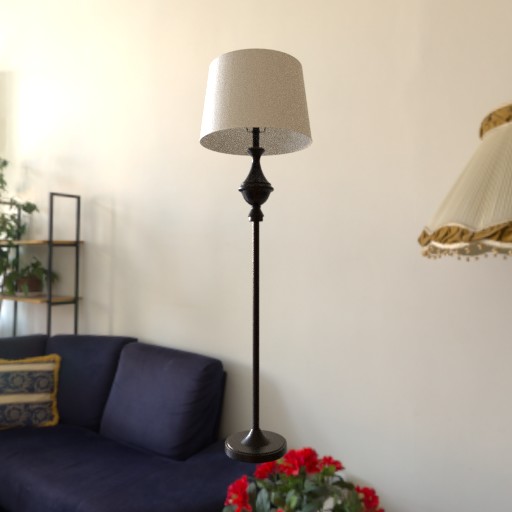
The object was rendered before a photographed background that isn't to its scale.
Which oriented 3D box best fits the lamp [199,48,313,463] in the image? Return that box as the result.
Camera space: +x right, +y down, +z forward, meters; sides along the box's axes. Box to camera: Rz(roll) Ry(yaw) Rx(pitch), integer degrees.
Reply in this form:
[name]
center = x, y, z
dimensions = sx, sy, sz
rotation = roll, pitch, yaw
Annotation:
[lamp]
center = 0.000, 0.000, 1.703
dimensions = 0.431, 1.484, 0.431
rotation = 0, 0, 0
